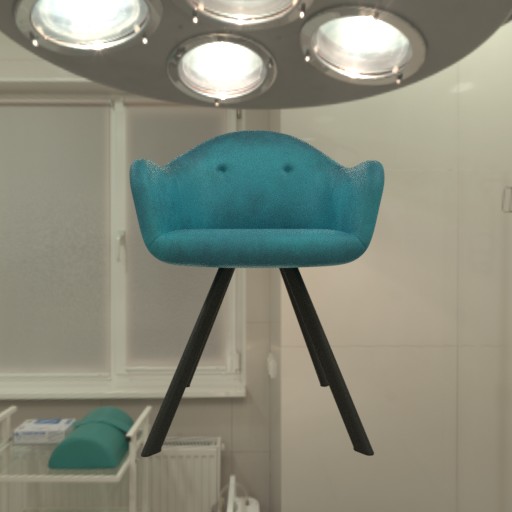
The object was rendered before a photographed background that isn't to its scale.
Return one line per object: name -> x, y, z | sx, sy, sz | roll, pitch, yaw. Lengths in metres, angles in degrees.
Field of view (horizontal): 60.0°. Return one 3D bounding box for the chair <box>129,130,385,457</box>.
chair -> 0.000, 0.000, 1.149 | 0.540, 0.780, 0.570 | 0, 1, -1
